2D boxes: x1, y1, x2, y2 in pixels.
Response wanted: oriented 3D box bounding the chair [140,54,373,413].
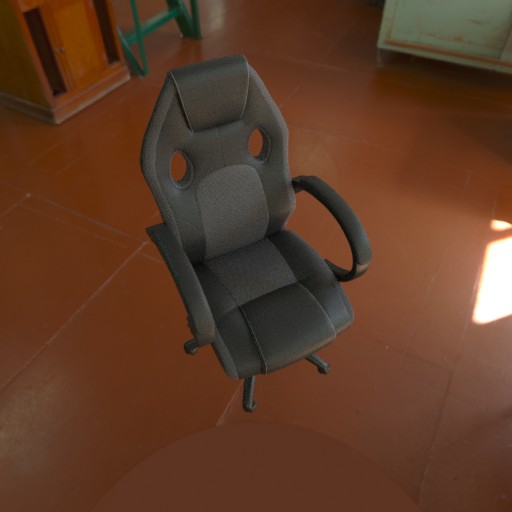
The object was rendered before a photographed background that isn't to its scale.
[{"bbox_3d":[0.000,0.000,1.633,0.673,1.187,0.724,-21,51,-18],"label":"chair"}]
